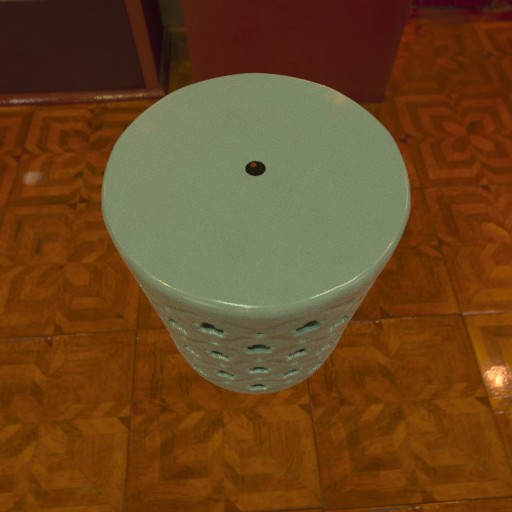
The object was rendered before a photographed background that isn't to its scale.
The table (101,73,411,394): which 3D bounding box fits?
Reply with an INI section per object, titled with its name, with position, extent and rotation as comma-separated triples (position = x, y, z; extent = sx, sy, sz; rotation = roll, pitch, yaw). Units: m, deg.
[table]
position = 0.000, 0.000, 0.664
extent = 0.352, 0.387, 0.352
rotation = 0, 59, 0
